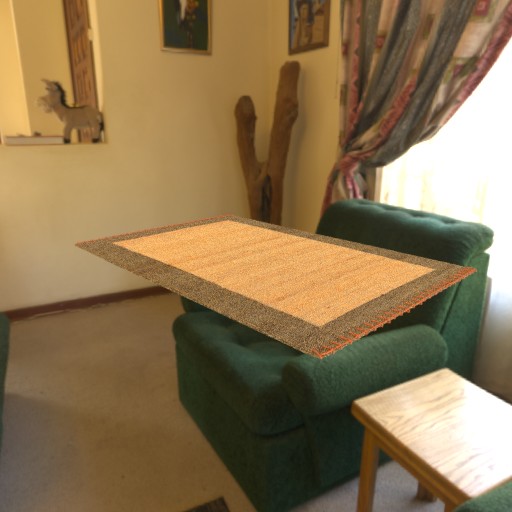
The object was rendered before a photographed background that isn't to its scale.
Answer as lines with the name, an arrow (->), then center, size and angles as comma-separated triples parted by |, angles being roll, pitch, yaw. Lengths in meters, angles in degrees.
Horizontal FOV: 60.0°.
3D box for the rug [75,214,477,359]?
rug -> 0.000, 0.000, 2.360 | 1.220, 0.019, 1.838 | -16, 23, -42
